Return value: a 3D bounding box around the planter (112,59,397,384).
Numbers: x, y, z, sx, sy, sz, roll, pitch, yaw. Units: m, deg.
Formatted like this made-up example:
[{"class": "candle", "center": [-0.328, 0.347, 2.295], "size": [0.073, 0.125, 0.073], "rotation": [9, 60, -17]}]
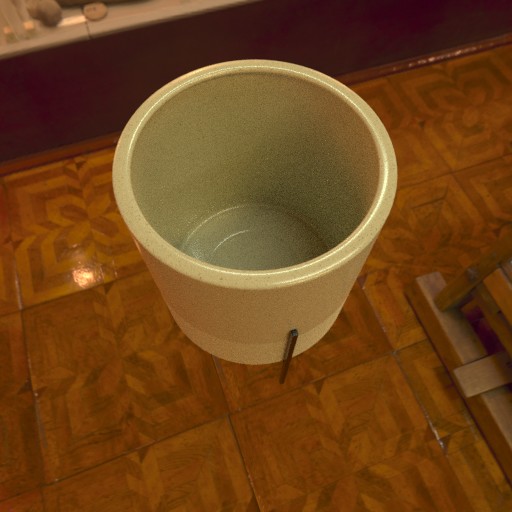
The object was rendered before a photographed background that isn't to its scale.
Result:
[{"class": "planter", "center": [0.000, 0.000, 0.699], "size": [0.314, 0.475, 0.323], "rotation": [-16, 65, -8]}]
